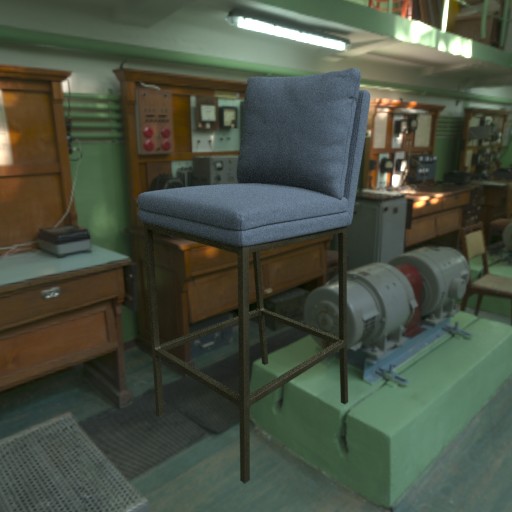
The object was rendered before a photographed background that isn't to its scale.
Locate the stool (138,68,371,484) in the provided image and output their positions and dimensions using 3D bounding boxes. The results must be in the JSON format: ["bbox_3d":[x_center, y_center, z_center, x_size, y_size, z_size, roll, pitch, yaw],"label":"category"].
[{"bbox_3d":[0.000,0.000,1.420,0.463,1.130,0.569,15,22,43],"label":"stool"}]
